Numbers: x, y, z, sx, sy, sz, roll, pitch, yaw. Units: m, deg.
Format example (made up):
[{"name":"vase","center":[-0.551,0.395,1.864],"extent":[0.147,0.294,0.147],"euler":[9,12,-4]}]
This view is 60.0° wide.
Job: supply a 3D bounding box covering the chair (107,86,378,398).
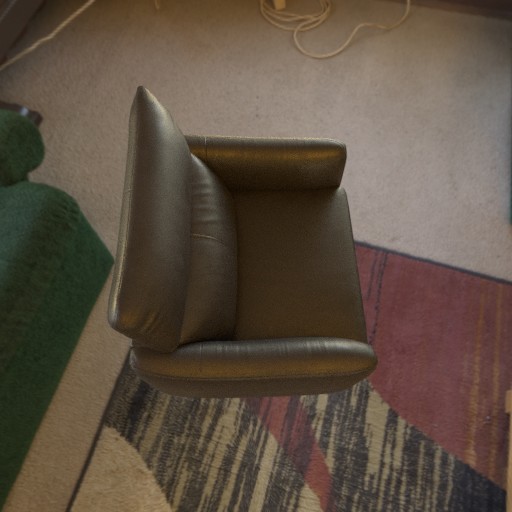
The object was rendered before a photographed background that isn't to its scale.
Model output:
[{"name":"chair","center":[0.000,0.000,1.670],"extent":[0.809,0.949,0.976],"euler":[-2,65,-1]}]
